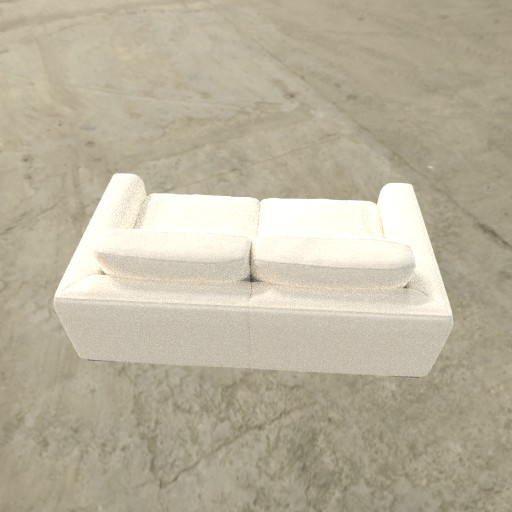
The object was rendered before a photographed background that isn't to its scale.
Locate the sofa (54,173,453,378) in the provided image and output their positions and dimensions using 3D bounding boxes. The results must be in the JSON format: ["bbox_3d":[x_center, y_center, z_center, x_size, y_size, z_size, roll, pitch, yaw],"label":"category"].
[{"bbox_3d":[0.000,0.000,2.537,1.920,0.801,1.069,2,45,2],"label":"sofa"}]
